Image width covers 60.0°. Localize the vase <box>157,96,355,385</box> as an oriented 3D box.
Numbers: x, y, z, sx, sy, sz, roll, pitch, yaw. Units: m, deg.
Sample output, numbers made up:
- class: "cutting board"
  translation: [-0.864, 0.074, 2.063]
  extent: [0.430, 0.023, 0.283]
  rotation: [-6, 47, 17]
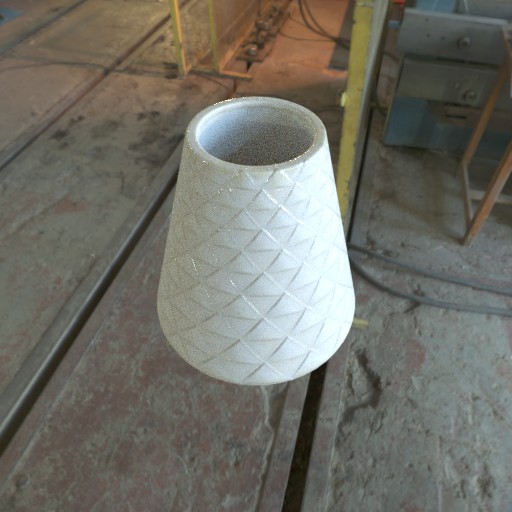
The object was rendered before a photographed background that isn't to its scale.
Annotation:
- class: "vase"
  translation: [0.000, 0.000, 0.361]
  extent: [0.175, 0.230, 0.175]
  rotation: [0, 47, 0]
